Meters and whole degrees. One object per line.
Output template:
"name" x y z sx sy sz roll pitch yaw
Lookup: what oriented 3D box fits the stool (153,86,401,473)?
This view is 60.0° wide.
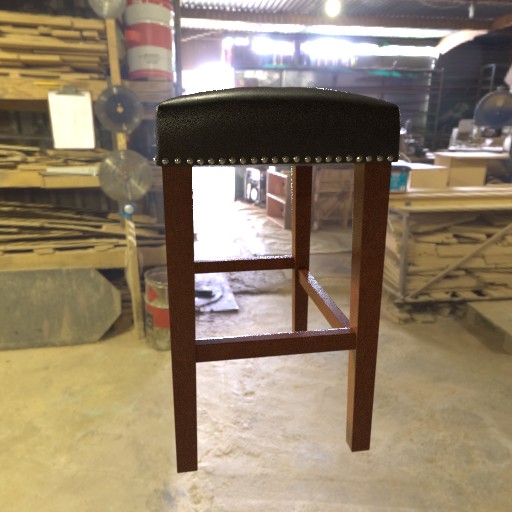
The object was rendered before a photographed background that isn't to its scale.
"stool" 0.000 0.000 0.949 0.372 0.654 0.504 -3 18 -9
